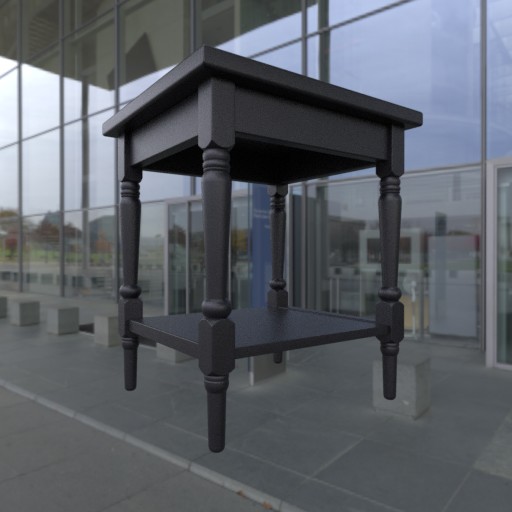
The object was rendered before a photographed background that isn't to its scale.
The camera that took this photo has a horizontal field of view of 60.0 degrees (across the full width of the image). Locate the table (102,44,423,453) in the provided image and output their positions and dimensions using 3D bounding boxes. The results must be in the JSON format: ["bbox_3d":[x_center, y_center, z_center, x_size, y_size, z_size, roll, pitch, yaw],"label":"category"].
[{"bbox_3d":[0.000,0.000,0.904,0.488,0.565,0.442,0,0,-36],"label":"table"}]
